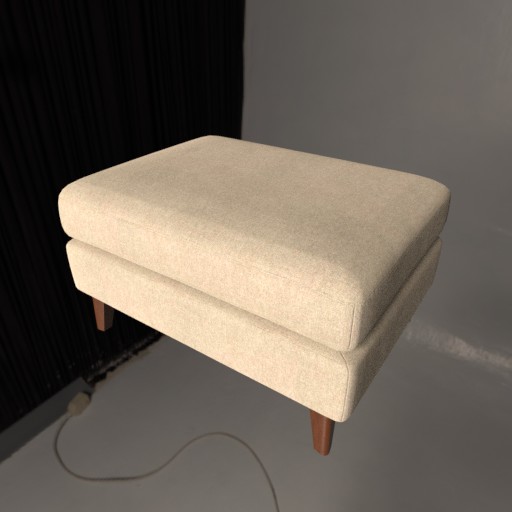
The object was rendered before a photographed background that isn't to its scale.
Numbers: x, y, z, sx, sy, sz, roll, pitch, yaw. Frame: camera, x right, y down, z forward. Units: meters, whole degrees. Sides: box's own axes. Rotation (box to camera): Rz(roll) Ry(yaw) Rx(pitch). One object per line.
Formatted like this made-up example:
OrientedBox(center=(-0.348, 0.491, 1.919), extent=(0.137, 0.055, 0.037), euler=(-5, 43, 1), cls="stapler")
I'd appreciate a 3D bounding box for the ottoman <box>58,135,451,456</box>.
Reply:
OrientedBox(center=(0.000, 0.000, 1.200), extent=(0.823, 0.478, 0.610), euler=(19, 35, 29), cls="ottoman")
